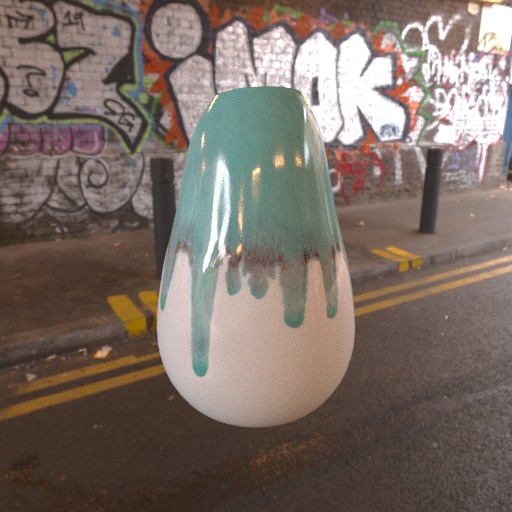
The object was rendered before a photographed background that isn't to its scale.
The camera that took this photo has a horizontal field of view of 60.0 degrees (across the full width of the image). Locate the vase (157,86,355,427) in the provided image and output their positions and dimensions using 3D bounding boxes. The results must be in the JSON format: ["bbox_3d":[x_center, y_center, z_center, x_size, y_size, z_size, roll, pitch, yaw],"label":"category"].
[{"bbox_3d":[0.000,0.000,0.255,0.116,0.179,0.116,0,16,0],"label":"vase"}]
